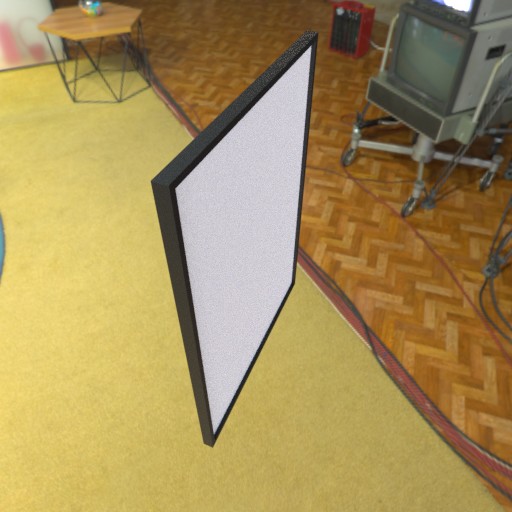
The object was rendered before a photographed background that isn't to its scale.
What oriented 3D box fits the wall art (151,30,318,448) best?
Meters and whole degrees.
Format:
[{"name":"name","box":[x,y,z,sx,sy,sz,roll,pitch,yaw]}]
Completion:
[{"name":"wall art","box":[0.000,0.000,1.375,0.036,1.070,0.802,17,47,17]}]
